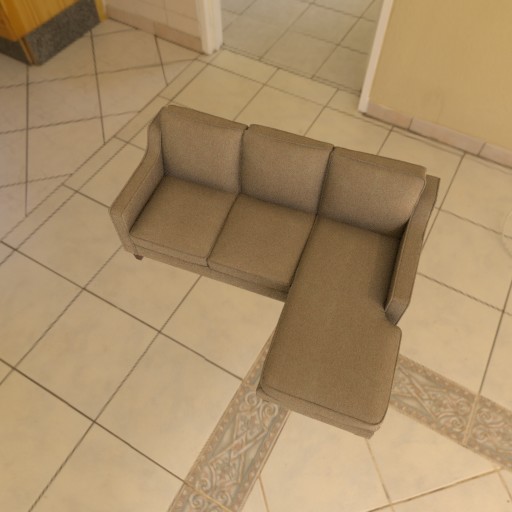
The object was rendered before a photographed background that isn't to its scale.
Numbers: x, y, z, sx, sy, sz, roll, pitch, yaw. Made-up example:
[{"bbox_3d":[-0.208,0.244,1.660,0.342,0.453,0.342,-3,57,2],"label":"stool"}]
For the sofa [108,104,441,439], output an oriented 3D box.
[{"bbox_3d":[0.000,0.000,3.325,2.317,1.081,1.858,17,59,10],"label":"sofa"}]
